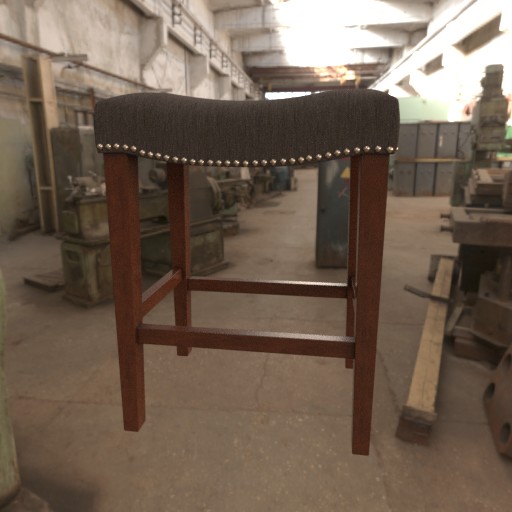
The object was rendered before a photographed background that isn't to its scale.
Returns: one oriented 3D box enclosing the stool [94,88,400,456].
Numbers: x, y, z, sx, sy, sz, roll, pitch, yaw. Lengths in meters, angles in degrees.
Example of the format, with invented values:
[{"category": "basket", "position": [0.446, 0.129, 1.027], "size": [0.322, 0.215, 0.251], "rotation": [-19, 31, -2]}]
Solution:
[{"category": "stool", "position": [0.000, 0.000, 0.945], "size": [0.504, 0.654, 0.372], "rotation": [2, 15, 9]}]
